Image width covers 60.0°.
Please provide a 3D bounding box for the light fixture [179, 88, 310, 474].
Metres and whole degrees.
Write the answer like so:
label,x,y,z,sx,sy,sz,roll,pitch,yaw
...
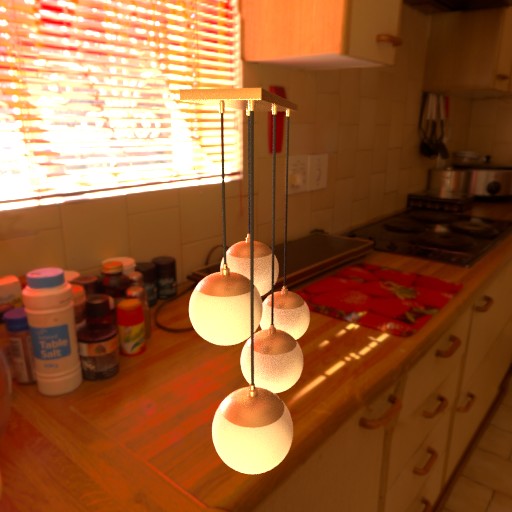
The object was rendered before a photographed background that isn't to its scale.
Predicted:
label,x,y,z,sx,sy,sz,roll,pitch,yaw
light fixture,0.000,0.000,1.303,0.299,0.869,0.863,3,17,10
